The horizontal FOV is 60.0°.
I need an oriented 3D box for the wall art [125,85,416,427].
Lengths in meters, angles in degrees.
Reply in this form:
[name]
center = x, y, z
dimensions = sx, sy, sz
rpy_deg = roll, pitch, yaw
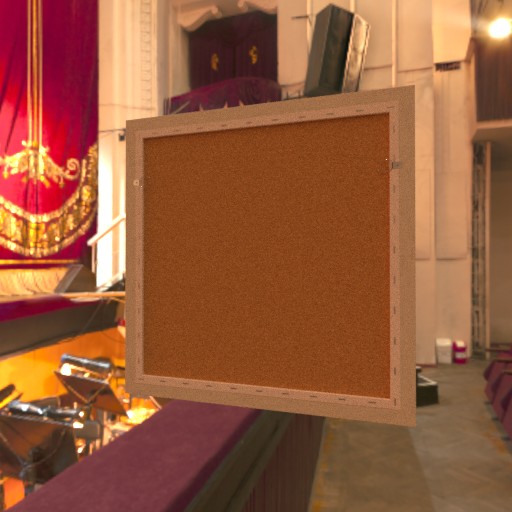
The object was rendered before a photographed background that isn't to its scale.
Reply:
[wall art]
center = 0.000, 0.000, 1.501
dimensions = 1.016, 1.016, 0.045
rpy_deg = 0, -1, 19
